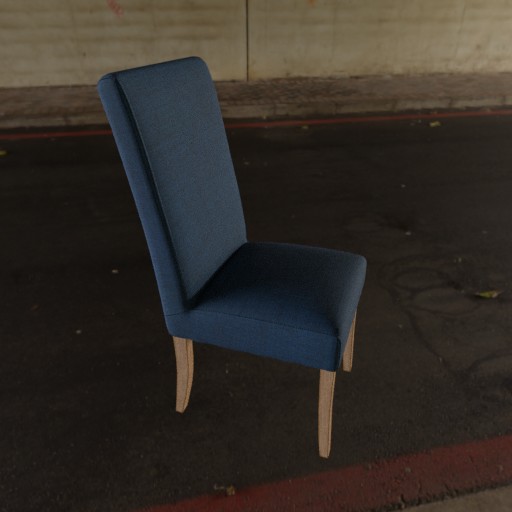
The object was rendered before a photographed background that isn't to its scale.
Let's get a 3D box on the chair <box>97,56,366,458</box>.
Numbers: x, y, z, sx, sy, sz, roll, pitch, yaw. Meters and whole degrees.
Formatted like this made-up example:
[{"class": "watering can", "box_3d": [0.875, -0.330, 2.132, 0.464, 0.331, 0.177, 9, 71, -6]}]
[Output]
[{"class": "chair", "box_3d": [0.000, 0.000, 1.308, 0.610, 1.029, 0.450, 10, 31, 18]}]
